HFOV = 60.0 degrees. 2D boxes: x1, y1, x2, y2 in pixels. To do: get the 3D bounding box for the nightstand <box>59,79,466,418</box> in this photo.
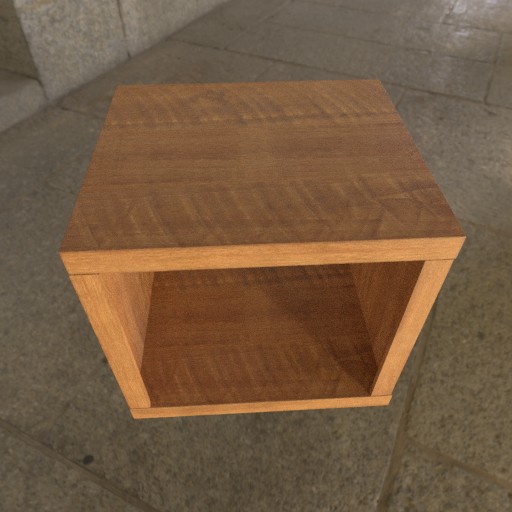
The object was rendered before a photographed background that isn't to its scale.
[{"bbox_3d":[0.000,0.000,0.856,0.493,0.491,0.436,-2,46,-2],"label":"nightstand"}]
